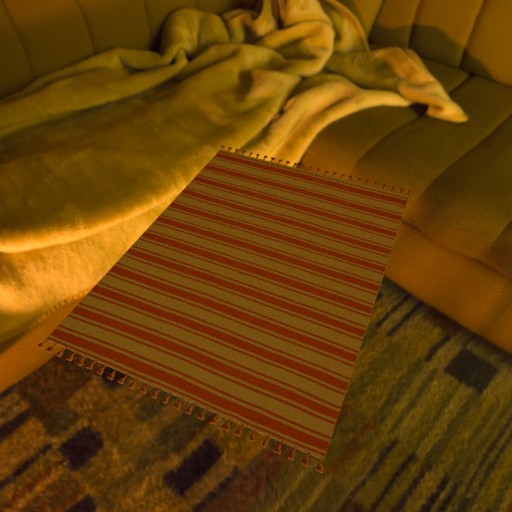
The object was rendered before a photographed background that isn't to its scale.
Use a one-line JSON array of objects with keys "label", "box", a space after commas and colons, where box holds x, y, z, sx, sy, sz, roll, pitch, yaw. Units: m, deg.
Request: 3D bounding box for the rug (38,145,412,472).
[{"label": "rug", "box": [0.000, 0.000, 4.375, 2.451, 0.035, 3.369, 18, 48, 16]}]
